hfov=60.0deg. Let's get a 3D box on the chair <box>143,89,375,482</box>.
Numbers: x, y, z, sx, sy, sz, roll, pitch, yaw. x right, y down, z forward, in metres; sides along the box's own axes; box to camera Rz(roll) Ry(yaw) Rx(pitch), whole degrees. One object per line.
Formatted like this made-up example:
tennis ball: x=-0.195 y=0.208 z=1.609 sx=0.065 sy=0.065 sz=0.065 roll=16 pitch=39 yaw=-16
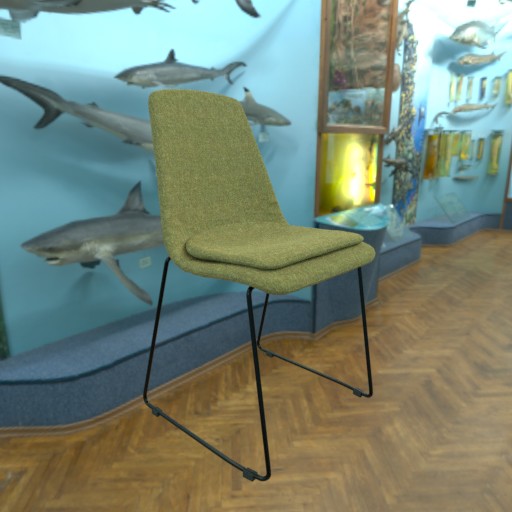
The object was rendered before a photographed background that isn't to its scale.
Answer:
chair: x=0.000 y=0.000 z=1.156 sx=0.496 sy=0.849 sz=0.479 roll=13 pitch=20 yaw=42
